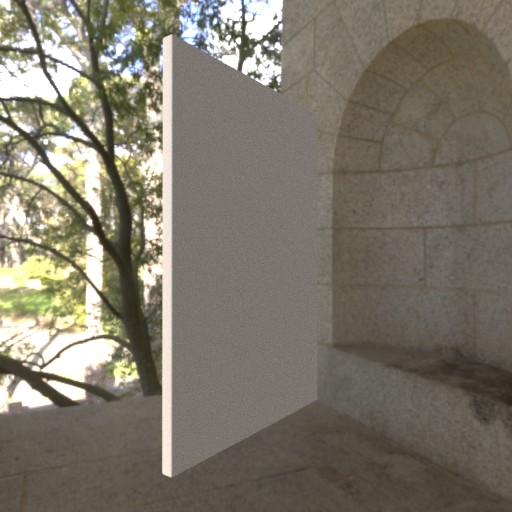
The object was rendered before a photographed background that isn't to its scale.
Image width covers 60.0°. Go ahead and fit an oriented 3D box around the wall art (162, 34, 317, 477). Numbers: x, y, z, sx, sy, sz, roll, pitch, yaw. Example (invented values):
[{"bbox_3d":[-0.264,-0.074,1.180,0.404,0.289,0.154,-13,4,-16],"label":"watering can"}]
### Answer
[{"bbox_3d":[0.000,0.000,1.042,0.026,0.813,0.556,0,0,36],"label":"wall art"}]
